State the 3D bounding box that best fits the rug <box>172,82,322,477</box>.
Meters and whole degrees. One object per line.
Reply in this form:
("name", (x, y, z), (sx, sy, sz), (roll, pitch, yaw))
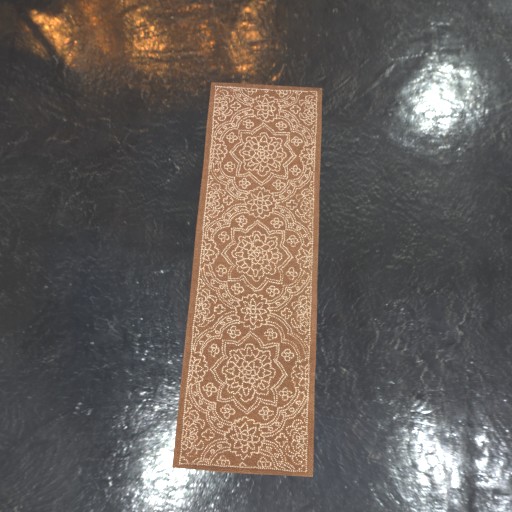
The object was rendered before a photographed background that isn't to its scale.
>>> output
("rug", (0.000, 0.000, 2.726), (0.769, 0.012, 2.448), (3, 75, 1))
